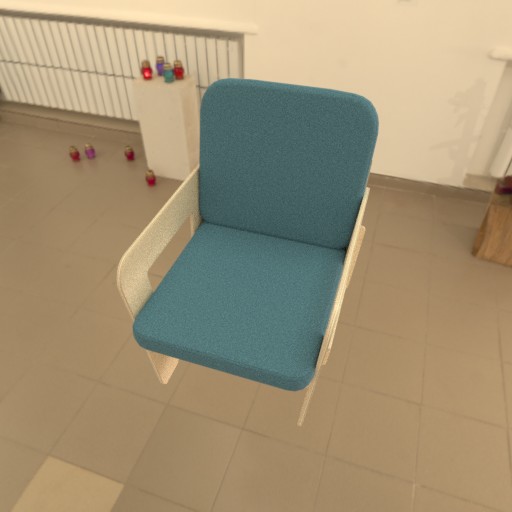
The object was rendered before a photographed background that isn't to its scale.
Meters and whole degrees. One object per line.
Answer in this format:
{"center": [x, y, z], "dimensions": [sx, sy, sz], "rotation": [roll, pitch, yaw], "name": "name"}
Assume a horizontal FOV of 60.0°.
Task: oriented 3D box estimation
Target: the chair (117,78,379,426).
{"center": [0.000, 0.000, 1.237], "dimensions": [0.547, 0.747, 0.657], "rotation": [12, 43, 13], "name": "chair"}
